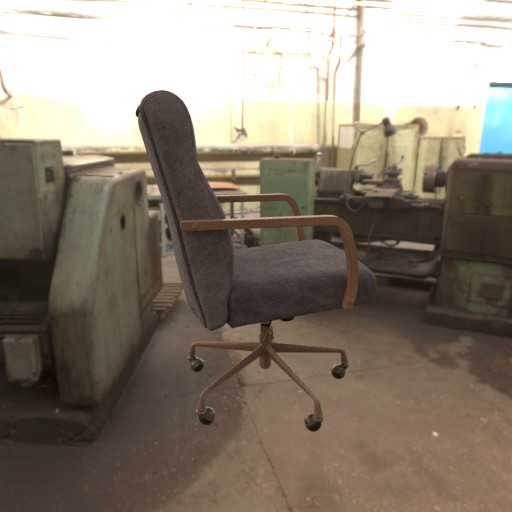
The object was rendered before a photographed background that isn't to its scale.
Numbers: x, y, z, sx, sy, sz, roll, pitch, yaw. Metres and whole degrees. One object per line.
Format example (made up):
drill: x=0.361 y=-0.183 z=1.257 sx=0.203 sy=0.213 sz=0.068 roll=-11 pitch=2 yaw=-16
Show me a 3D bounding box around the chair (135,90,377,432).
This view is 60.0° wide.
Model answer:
chair: x=0.000 y=0.000 z=1.531 sx=0.741 sy=1.029 sz=0.640 roll=-3 pitch=15 yaw=-12
